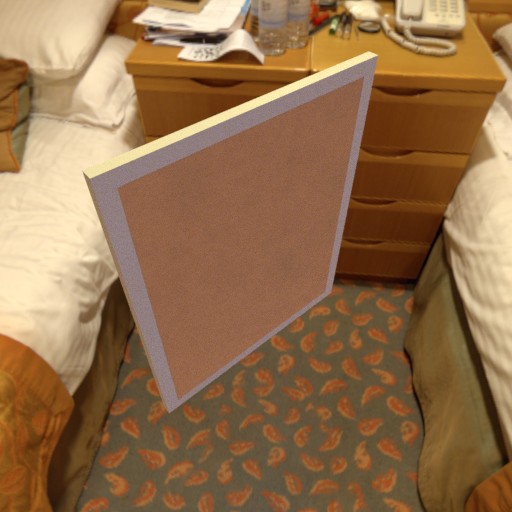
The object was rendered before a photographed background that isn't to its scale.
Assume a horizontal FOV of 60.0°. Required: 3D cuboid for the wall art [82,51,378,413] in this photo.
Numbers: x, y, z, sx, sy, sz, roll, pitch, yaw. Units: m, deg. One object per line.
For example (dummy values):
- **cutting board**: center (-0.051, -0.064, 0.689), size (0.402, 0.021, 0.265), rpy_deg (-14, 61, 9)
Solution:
- **wall art**: center (0.000, 0.000, 1.099), size (0.661, 0.811, 0.026), rpy_deg (-32, 55, -26)
